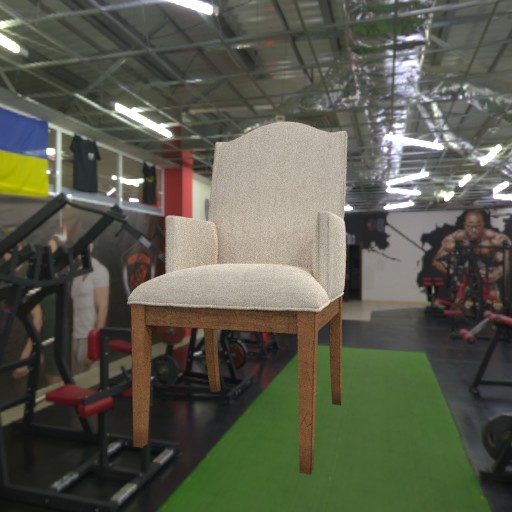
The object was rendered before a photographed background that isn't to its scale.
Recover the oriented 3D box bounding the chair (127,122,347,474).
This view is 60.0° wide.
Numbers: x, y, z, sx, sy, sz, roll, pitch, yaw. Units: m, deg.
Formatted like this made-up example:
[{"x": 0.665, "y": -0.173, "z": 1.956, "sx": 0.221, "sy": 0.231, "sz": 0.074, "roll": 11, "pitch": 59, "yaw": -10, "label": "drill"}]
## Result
[{"x": 0.000, "y": 0.000, "z": 1.406, "sx": 0.533, "sy": 1.016, "sz": 0.641, "roll": 0, "pitch": 0, "yaw": 19, "label": "chair"}]
